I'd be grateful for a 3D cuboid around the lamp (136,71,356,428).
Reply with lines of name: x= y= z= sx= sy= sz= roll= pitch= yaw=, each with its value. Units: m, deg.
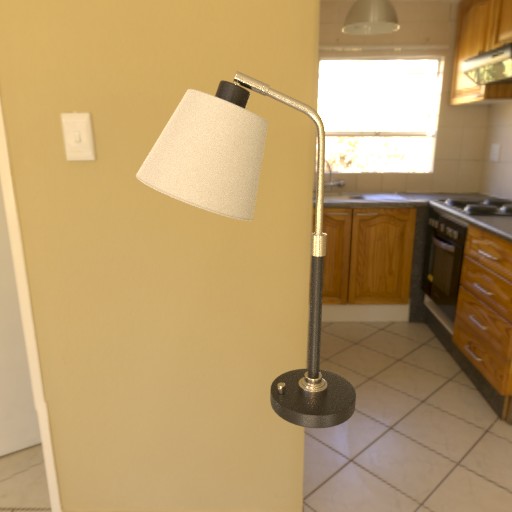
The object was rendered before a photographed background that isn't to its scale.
lamp: x=0.000 y=0.000 z=0.695 sx=0.348 sy=0.539 sz=0.181 roll=-2 pitch=15 yaw=-8
